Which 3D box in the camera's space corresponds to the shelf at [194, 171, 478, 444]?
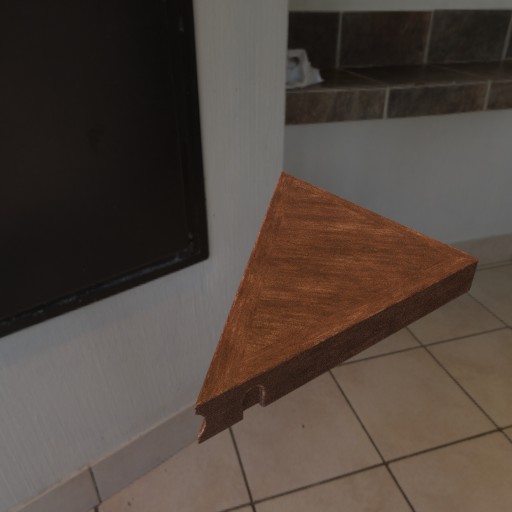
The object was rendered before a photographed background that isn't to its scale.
[{"bbox_3d":[0.000,0.000,0.446,0.296,0.035,0.296,-19,35,-30],"label":"shelf"}]
